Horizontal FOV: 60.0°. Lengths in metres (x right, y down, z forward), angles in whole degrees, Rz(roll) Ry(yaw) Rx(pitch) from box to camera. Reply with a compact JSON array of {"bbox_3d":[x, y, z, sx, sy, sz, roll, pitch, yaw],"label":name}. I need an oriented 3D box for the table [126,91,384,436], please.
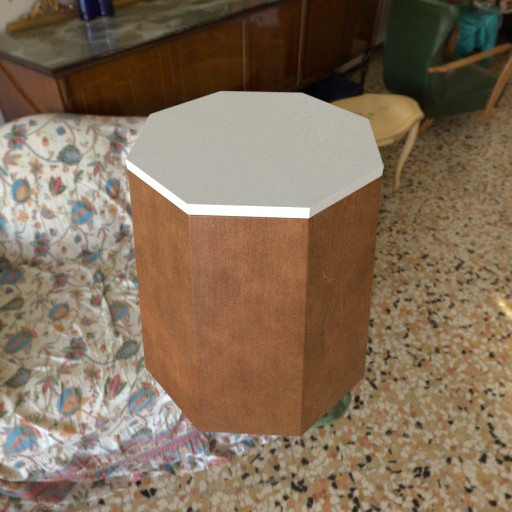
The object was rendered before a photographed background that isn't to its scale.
[{"bbox_3d":[0.000,0.000,0.792,0.439,0.457,0.439,1,41,1],"label":"table"}]
